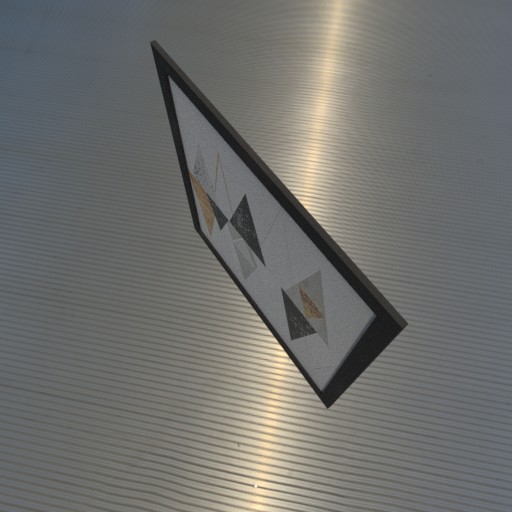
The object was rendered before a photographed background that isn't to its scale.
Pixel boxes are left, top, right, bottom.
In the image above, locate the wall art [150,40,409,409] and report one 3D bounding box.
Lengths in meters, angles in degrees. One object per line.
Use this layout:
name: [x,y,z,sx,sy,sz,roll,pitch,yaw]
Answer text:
wall art: [0.000,0.000,1.219,0.013,0.823,0.823,-32,67,-15]
